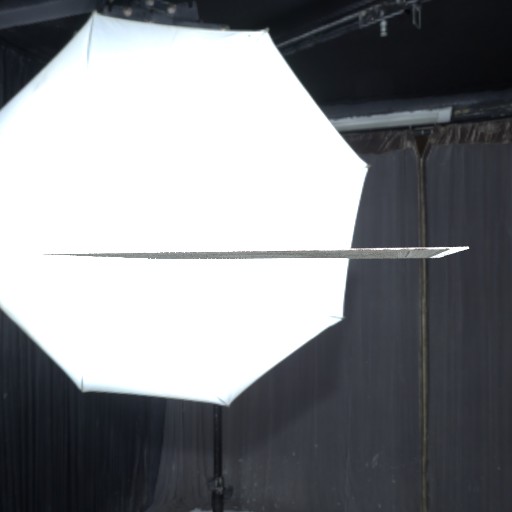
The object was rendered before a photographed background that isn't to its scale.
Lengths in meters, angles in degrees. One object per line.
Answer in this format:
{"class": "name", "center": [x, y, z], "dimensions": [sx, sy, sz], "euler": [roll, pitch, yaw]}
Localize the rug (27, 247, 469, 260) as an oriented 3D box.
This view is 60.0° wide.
{"class": "rug", "center": [0.000, 0.000, 3.026], "dimensions": [2.440, 0.010, 1.528], "euler": [-1, -2, 18]}
